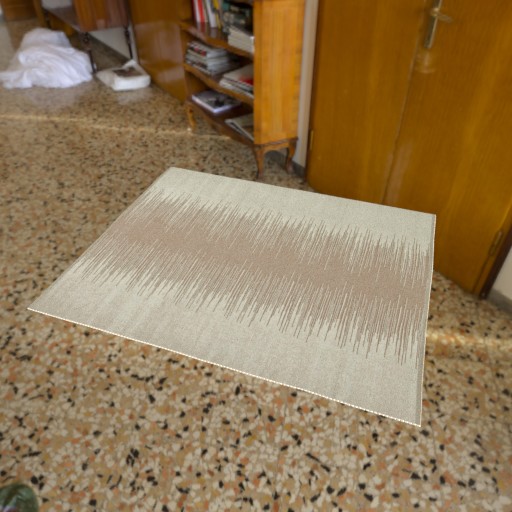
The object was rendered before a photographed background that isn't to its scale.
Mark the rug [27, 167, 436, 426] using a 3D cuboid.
[{"bbox_3d":[0.000,0.000,4.033,3.048,0.013,2.438,13,42,15],"label":"rug"}]
